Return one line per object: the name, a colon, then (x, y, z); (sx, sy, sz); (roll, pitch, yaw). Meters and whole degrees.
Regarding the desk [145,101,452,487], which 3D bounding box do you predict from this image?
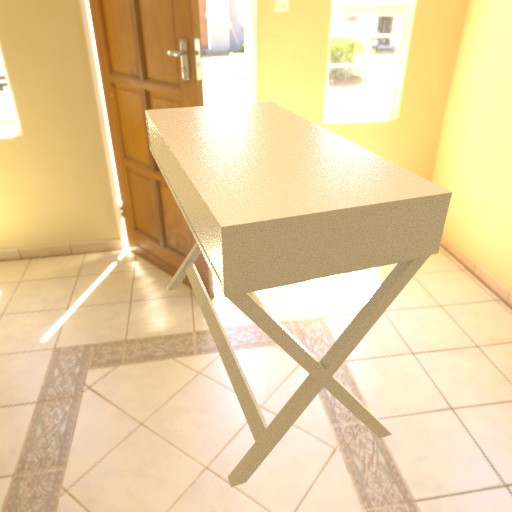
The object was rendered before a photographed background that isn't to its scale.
desk: (0.000, 0.000, 1.486); (0.509, 0.780, 1.059); (-10, 31, -17)
